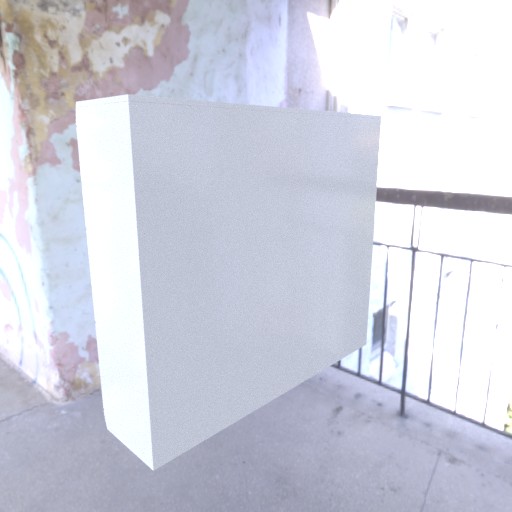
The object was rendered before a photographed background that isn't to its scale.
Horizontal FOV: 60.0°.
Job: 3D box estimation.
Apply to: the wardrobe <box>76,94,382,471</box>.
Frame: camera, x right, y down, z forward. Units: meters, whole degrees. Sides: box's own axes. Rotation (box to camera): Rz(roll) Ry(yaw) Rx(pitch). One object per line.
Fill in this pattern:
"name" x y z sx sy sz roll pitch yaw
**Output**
"wardrobe" 0.000 0.000 1.917 0.360 1.200 1.340 14 20 43
